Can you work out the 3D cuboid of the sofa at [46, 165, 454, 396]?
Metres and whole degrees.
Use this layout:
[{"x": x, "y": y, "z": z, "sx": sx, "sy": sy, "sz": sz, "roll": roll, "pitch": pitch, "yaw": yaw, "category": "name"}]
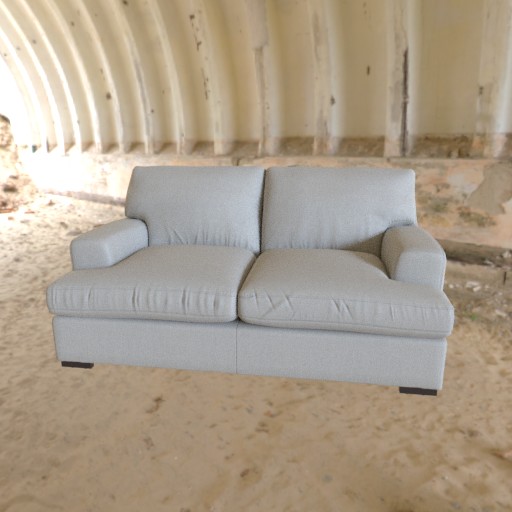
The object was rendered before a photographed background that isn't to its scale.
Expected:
[{"x": 0.000, "y": 0.000, "z": 2.440, "sx": 1.880, "sy": 0.940, "sz": 1.143, "roll": 2, "pitch": 14, "yaw": 8, "category": "sofa"}]
